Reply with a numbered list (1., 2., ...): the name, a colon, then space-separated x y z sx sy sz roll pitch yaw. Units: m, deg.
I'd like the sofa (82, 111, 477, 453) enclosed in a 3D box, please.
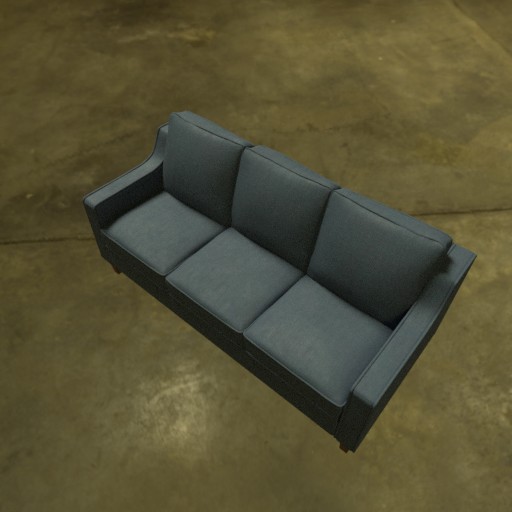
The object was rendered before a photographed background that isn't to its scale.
1. sofa: 0.000 0.000 2.536 1.986 0.974 0.911 32 55 26
